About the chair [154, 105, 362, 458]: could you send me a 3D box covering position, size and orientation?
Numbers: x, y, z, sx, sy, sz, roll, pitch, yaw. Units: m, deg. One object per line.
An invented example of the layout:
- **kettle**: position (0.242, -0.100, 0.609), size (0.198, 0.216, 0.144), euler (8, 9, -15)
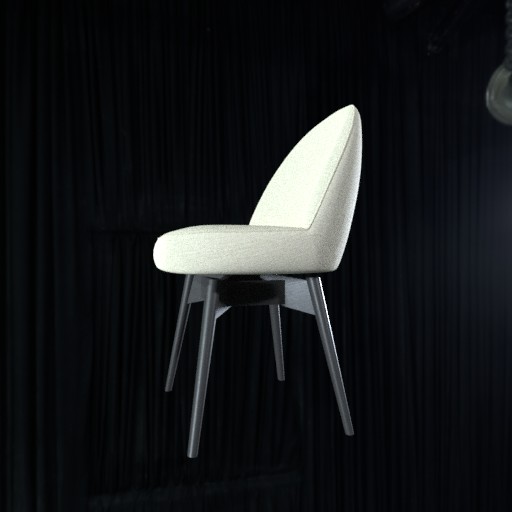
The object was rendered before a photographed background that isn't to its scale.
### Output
- **chair**: position (0.000, 0.000, 1.217), size (0.540, 0.838, 0.532), euler (0, 1, -17)
